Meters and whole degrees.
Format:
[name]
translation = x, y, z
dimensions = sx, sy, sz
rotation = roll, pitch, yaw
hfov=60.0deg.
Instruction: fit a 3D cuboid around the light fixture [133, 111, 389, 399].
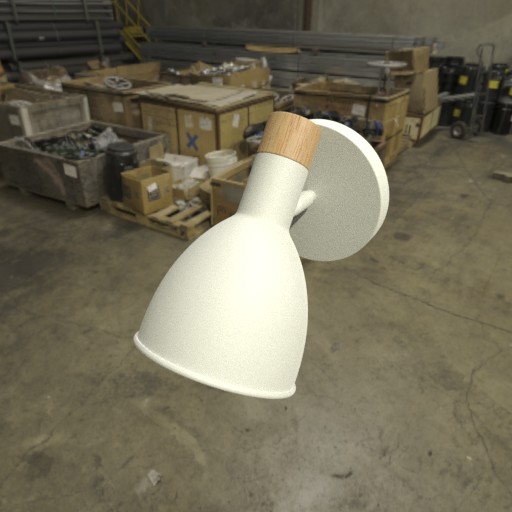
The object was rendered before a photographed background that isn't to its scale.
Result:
[light fixture]
translation = 0.000, 0.000, 0.335
dimensions = 0.127, 0.199, 0.209
rotation = 18, 34, 29
